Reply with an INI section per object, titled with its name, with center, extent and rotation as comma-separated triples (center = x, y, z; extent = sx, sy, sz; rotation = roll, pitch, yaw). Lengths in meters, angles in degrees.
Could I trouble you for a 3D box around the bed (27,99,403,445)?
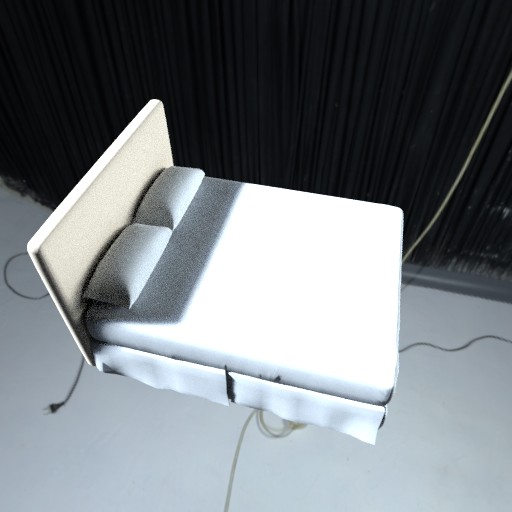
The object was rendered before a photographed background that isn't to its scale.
[bed]
center = 0.000, 0.000, 3.187
extent = 2.142, 1.330, 1.748
rotation = 11, 48, 10
